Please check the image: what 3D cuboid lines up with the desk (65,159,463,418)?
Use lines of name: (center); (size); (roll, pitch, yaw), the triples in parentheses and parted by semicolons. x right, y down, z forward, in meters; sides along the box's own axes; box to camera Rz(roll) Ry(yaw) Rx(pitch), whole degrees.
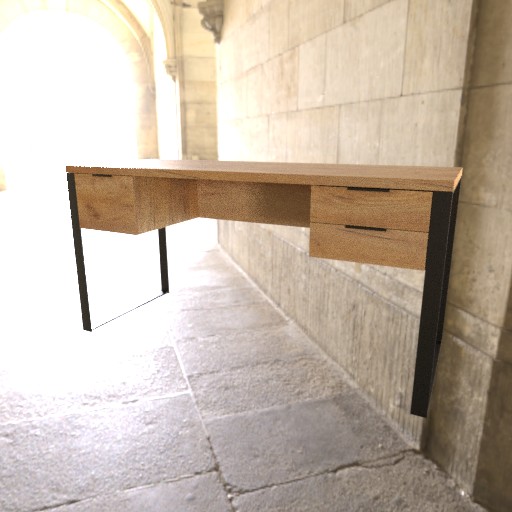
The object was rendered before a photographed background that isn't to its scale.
desk: (0.000, 0.000, 1.910); (1.520, 0.760, 0.600); (7, 17, 25)
